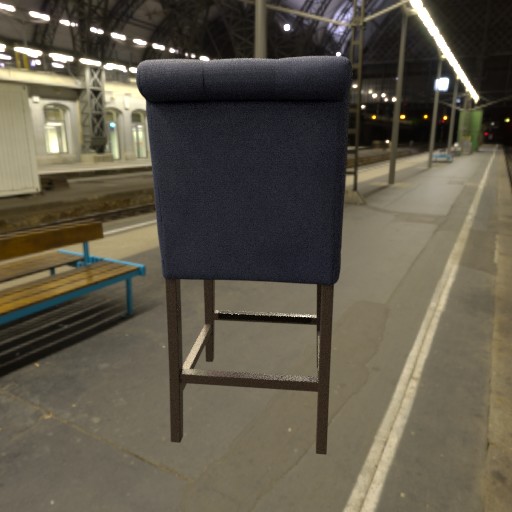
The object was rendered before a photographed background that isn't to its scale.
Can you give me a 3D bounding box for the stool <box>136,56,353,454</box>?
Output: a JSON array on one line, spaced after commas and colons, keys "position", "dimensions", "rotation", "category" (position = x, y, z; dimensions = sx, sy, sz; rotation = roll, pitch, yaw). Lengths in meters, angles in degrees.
[{"position": [0.000, 0.000, 1.314], "dimensions": [0.493, 1.010, 0.601], "rotation": [2, 15, 7], "category": "stool"}]
